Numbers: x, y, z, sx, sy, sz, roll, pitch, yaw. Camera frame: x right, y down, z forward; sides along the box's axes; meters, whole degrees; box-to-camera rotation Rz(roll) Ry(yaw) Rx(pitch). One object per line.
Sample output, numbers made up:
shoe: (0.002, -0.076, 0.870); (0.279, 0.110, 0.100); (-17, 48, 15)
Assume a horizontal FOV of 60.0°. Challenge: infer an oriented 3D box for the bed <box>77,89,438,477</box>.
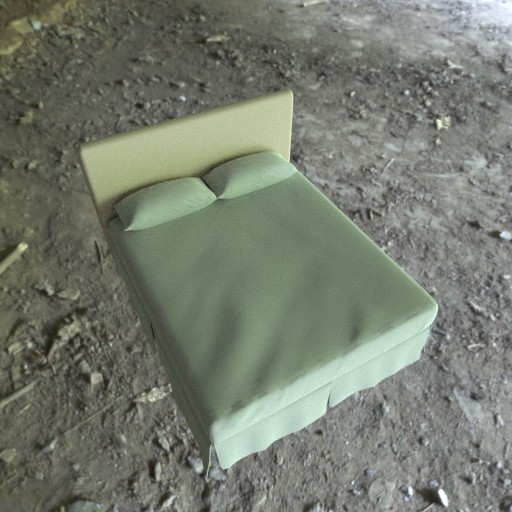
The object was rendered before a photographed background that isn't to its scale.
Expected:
bed: (0.000, 0.000, 3.315); (1.884, 1.330, 2.142); (-22, 50, -20)
